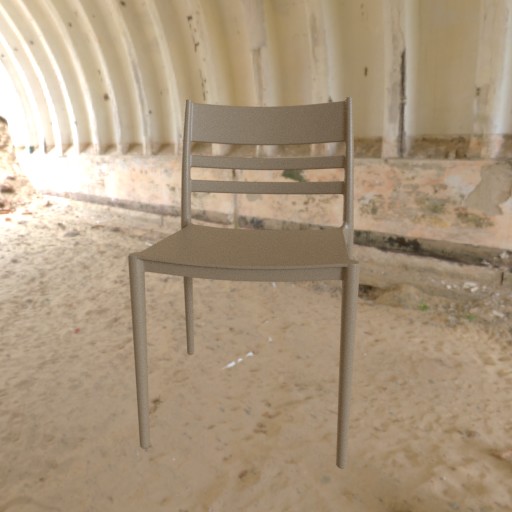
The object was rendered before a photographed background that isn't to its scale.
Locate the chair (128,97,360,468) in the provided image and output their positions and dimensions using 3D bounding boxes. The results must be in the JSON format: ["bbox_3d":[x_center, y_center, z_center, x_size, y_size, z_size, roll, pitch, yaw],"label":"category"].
[{"bbox_3d":[0.000,0.000,1.129,0.531,0.800,0.511,2,14,8],"label":"chair"}]
